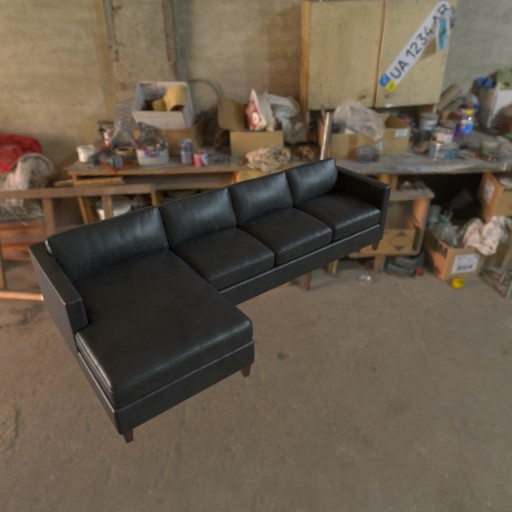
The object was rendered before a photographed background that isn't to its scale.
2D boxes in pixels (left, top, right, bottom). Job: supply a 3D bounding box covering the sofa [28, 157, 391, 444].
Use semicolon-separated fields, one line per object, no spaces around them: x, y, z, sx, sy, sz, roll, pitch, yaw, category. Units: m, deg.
0.000;0.000;3.828;3.203;0.883;1.581;-21;37;-31;sofa
